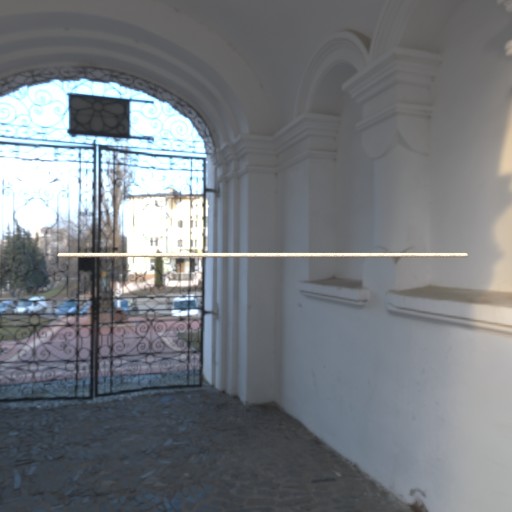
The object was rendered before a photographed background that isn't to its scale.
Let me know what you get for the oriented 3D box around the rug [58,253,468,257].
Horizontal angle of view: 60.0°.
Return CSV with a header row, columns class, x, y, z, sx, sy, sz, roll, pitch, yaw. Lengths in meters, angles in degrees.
class,x,y,z,sx,sy,sz,roll,pitch,yaw
rug,0.000,0.000,2.709,1.526,0.015,2.132,0,0,-2
